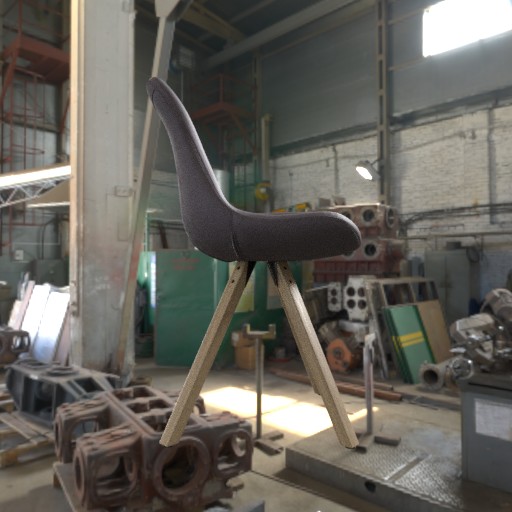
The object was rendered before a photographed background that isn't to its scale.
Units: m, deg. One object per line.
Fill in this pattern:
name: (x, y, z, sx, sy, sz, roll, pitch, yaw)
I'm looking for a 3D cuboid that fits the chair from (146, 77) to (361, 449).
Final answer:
chair: (0.000, 0.000, 1.201, 0.547, 0.865, 0.483, 0, -1, -1)
